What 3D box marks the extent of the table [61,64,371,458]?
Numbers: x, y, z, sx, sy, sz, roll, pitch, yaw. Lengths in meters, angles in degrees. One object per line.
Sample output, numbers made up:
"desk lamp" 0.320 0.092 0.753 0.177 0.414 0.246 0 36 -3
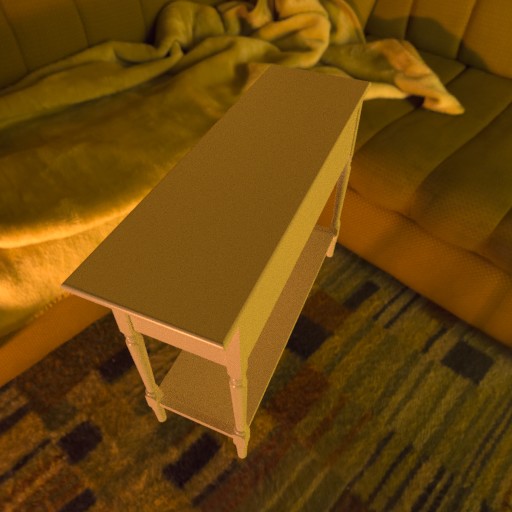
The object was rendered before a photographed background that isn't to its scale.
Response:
"table" 0.000 0.000 1.546 0.386 0.814 1.191 17 49 16
